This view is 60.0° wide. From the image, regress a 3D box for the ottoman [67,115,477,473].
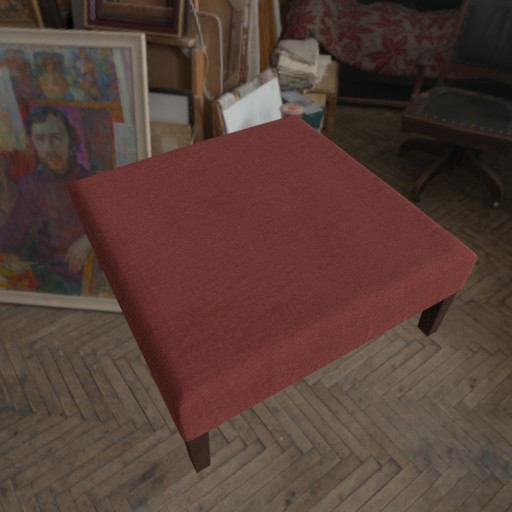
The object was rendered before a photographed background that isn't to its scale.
[{"bbox_3d":[0.000,0.000,1.421,0.890,0.411,0.889,-23,50,-21],"label":"ottoman"}]
